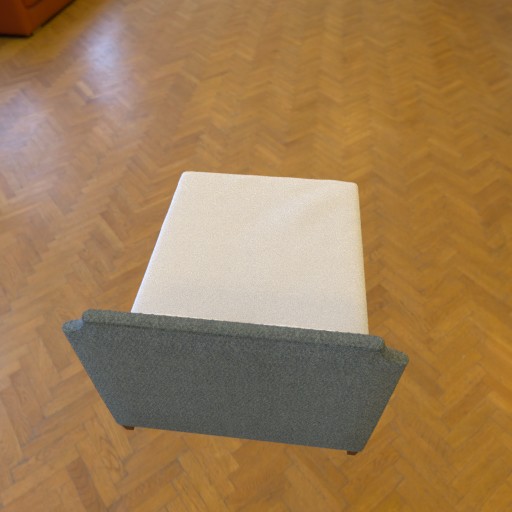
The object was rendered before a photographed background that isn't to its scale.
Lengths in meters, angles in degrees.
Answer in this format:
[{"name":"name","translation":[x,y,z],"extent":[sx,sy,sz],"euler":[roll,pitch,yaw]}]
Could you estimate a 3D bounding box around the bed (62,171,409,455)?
[{"name":"bed","translation":[0.000,0.000,3.359],"extent":[1.712,1.443,2.372],"euler":[5,47,4]}]
